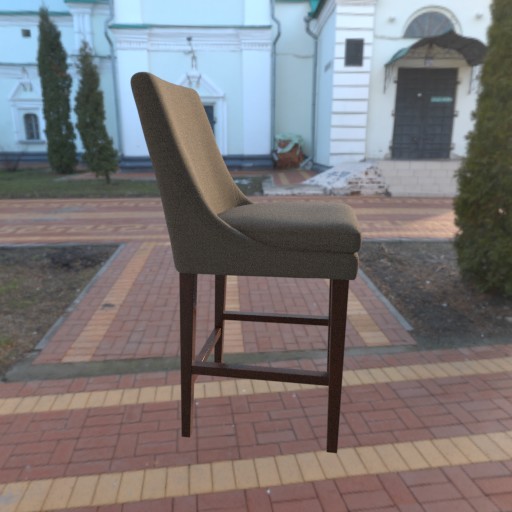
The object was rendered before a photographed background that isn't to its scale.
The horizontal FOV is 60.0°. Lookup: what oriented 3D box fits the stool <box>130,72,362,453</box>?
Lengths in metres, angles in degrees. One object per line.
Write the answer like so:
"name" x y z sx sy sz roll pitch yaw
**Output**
"stool" 0.000 0.000 1.317 0.577 0.981 0.470 2 15 9
